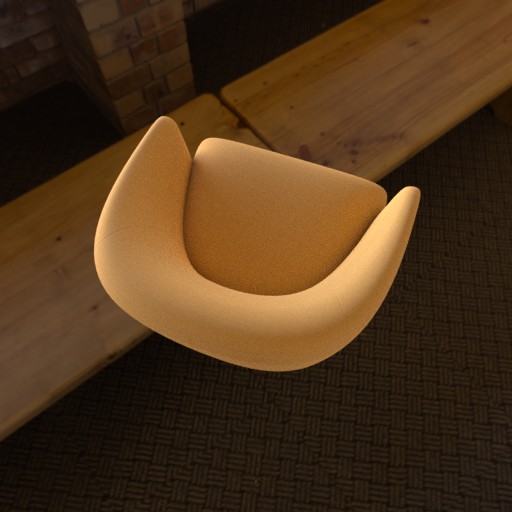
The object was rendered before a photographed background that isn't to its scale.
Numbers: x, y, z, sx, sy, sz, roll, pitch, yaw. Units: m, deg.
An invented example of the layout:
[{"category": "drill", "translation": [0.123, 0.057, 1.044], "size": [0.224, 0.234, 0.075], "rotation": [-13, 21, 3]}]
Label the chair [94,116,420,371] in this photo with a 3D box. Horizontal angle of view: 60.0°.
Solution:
[{"category": "chair", "translation": [0.000, 0.000, 1.339], "size": [0.773, 0.698, 0.767], "rotation": [18, 64, 9]}]
